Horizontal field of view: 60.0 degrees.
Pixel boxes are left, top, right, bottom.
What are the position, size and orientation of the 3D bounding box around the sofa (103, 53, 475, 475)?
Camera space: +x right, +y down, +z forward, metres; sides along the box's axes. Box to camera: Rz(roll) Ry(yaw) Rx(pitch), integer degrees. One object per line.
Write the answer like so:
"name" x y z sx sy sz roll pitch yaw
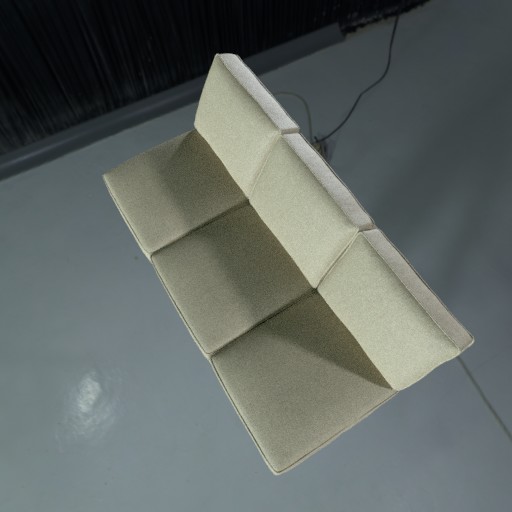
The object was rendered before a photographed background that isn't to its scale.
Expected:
"sofa" 0.000 0.000 2.423 1.027 0.973 1.962 -29 67 -13
